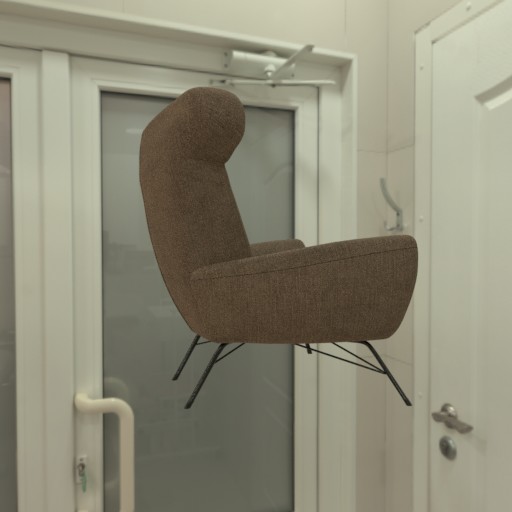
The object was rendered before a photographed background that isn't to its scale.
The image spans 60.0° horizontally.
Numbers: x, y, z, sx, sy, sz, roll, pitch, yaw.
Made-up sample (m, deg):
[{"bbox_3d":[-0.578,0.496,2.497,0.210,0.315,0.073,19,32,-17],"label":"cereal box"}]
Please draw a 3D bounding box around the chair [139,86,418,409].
[{"bbox_3d":[0.000,0.000,1.771,0.900,1.040,0.980,0,1,-19],"label":"chair"}]
